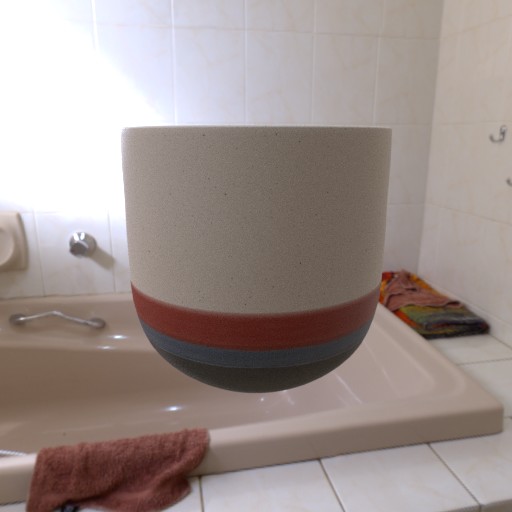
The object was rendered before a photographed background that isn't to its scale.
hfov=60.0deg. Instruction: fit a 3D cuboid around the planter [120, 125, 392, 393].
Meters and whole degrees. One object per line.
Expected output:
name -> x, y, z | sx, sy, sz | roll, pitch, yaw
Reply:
planter -> 0.000, 0.000, 0.486 | 0.268, 0.270, 0.268 | 0, 15, 0
